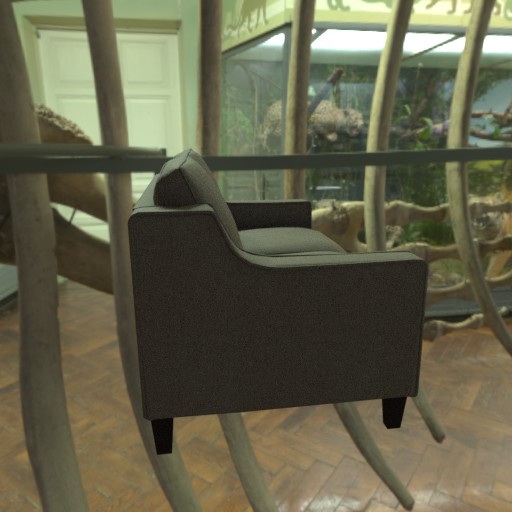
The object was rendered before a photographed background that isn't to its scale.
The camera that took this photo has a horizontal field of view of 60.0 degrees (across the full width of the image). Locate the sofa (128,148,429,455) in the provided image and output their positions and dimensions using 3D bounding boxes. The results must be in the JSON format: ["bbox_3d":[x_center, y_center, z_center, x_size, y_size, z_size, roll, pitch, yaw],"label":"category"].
[{"bbox_3d":[0.000,0.000,2.128,0.985,0.981,1.503,-2,15,-9],"label":"sofa"}]
